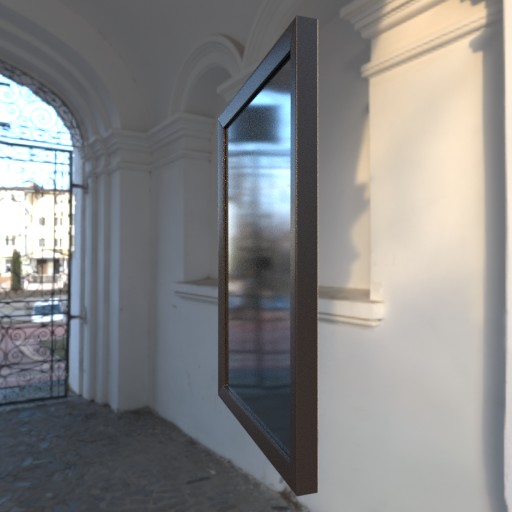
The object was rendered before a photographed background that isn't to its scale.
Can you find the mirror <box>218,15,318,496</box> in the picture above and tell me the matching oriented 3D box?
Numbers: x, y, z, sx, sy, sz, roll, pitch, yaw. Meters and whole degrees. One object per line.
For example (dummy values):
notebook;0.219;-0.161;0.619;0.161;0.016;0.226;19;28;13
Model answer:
mirror;0.000;0.000;0.901;0.040;0.710;0.507;0;0;-18
